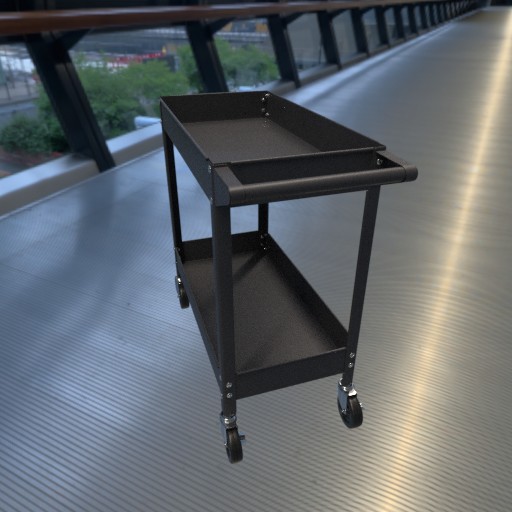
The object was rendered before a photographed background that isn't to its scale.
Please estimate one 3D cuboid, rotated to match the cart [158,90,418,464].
[{"bbox_3d":[0.000,0.000,1.194,0.366,0.719,0.779,-9,31,-16],"label":"cart"}]
